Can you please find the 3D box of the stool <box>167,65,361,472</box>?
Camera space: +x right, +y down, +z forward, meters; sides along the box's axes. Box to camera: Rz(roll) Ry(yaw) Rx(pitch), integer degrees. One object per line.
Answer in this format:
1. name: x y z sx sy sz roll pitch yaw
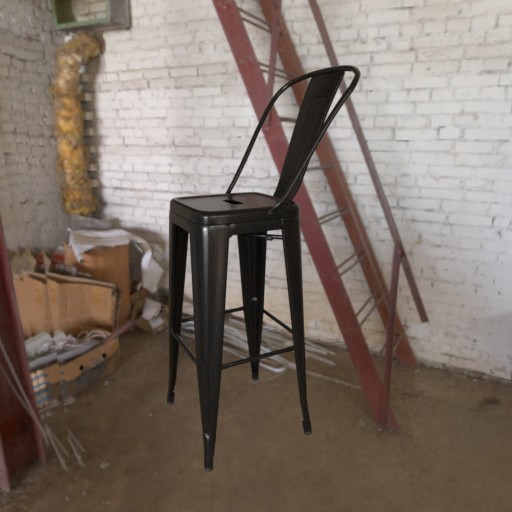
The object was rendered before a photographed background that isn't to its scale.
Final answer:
1. stool: 0.000 0.000 1.352 0.513 1.096 0.399 -8 18 -27
